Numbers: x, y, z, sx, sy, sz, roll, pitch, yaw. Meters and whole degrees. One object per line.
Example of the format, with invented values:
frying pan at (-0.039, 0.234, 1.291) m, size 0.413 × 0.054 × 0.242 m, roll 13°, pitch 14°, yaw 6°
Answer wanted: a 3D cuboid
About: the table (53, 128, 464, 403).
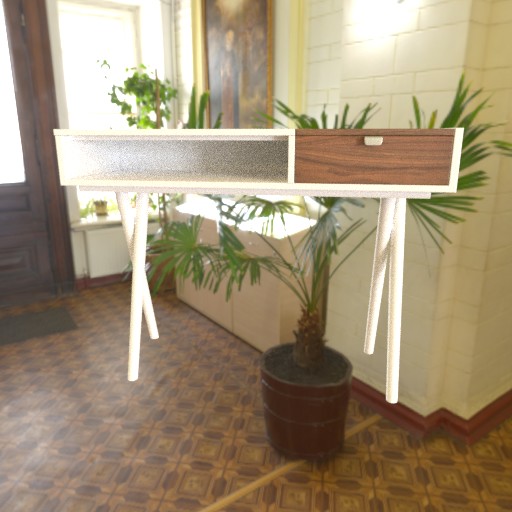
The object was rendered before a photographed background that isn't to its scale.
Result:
table at (0.000, 0.000, 1.426) m, size 1.066 × 0.785 × 0.418 m, roll 2°, pitch 16°, yaw 8°
